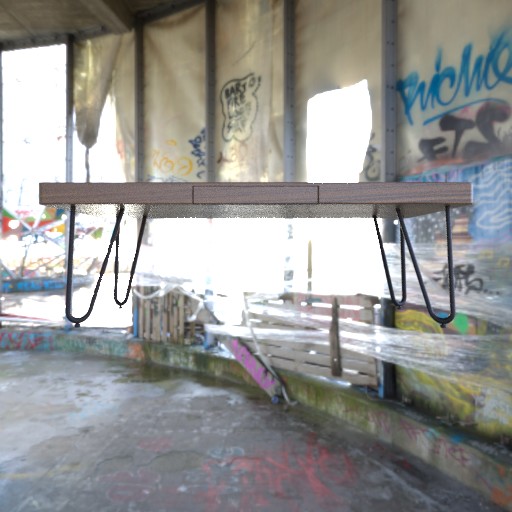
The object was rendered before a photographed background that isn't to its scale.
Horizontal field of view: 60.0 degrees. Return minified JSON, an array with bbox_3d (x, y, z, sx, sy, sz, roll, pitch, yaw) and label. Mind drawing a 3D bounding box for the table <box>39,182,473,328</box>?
[{"bbox_3d":[0.000,0.000,1.701,1.375,0.468,0.637,0,1,0],"label":"table"}]
